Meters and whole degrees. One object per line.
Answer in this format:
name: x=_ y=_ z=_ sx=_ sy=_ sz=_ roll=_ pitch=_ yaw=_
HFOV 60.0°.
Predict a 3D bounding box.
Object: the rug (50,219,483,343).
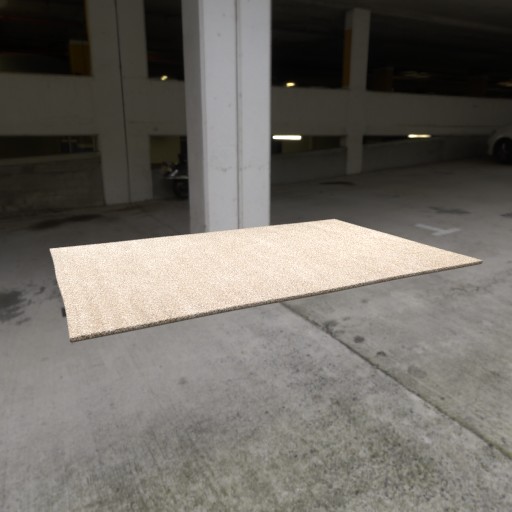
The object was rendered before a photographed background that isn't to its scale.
rug: x=0.000 y=0.000 z=2.841 sx=2.346 sy=0.025 sz=1.500 roll=-8 pitch=17 yaw=-26
